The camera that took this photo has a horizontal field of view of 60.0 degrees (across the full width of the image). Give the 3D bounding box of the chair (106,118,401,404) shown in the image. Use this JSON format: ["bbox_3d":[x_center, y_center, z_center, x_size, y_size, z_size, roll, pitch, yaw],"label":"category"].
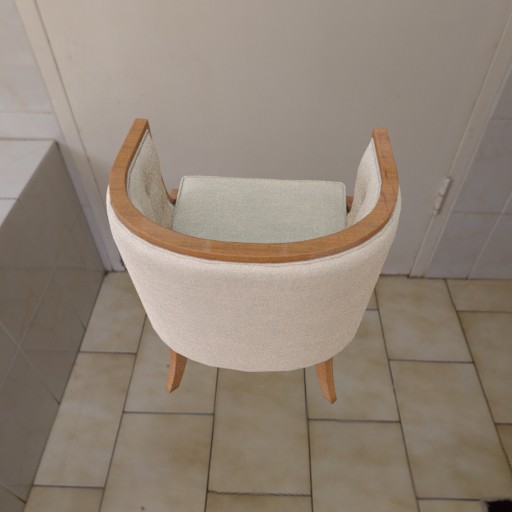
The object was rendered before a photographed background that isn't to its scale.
[{"bbox_3d":[0.000,0.000,1.389,0.711,0.775,0.757,3,47,3],"label":"chair"}]
